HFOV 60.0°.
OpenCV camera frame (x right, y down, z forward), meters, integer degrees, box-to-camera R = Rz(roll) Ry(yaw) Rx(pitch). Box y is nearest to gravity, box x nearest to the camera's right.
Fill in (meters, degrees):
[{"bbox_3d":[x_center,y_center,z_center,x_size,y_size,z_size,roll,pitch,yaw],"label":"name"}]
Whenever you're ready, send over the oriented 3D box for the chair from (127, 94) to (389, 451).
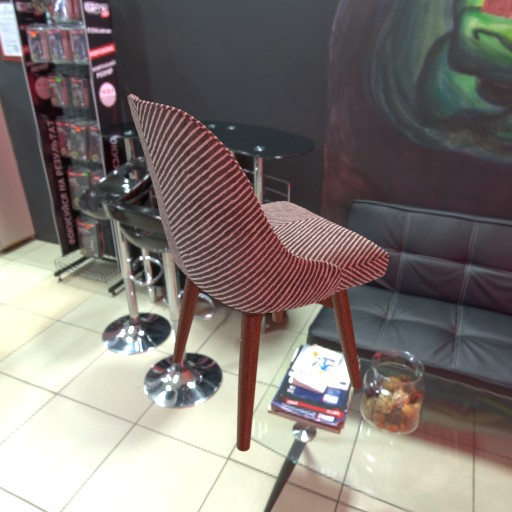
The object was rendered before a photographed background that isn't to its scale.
[{"bbox_3d":[0.000,0.000,1.249,0.591,0.883,0.504,-17,32,-29],"label":"chair"}]
